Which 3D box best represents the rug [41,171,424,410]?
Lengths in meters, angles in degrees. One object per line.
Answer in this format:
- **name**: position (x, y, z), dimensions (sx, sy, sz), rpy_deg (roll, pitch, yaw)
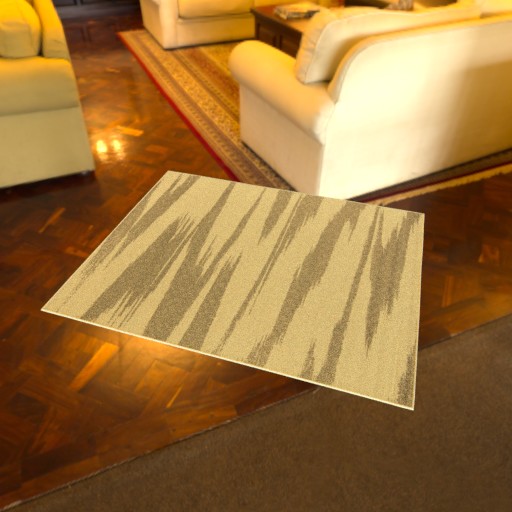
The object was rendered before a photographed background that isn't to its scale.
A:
- **rug**: position (0.000, 0.000, 4.118), dimensions (2.945, 0.014, 2.353), rpy_deg (12, 42, 13)
